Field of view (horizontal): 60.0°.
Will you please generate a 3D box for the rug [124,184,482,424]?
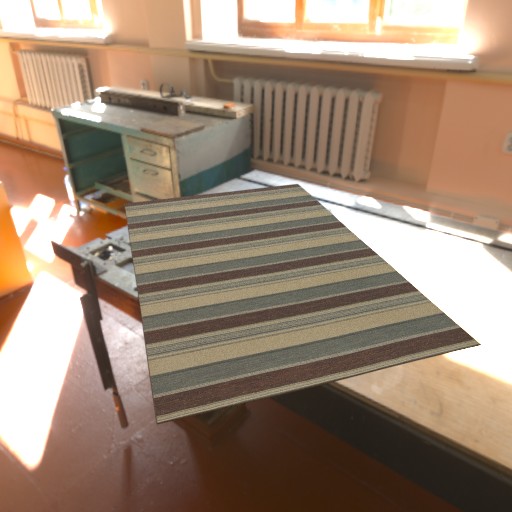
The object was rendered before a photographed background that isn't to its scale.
[{"bbox_3d":[0.000,0.000,2.278,1.219,0.008,1.829,-9,31,-15],"label":"rug"}]
